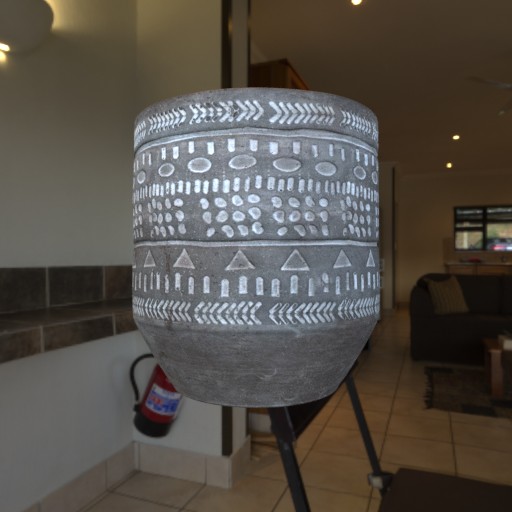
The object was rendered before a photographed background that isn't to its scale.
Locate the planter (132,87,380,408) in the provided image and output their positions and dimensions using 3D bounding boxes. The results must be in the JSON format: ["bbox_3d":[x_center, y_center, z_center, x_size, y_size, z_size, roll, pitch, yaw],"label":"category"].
[{"bbox_3d":[0.000,0.000,0.265,0.142,0.149,0.142,0,0,0],"label":"planter"}]
